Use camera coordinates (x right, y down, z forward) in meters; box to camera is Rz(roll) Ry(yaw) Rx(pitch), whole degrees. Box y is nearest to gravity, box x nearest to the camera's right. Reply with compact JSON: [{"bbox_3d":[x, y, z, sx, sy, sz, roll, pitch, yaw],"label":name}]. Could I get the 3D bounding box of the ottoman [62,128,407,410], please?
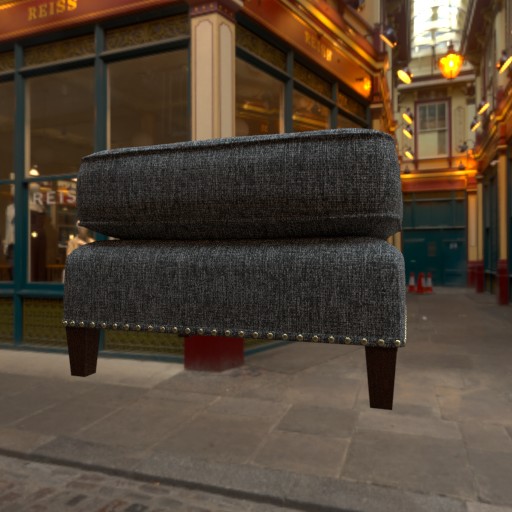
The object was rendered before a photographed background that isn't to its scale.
[{"bbox_3d":[0.000,0.000,1.145,0.738,0.537,0.589,0,0,19],"label":"ottoman"}]
